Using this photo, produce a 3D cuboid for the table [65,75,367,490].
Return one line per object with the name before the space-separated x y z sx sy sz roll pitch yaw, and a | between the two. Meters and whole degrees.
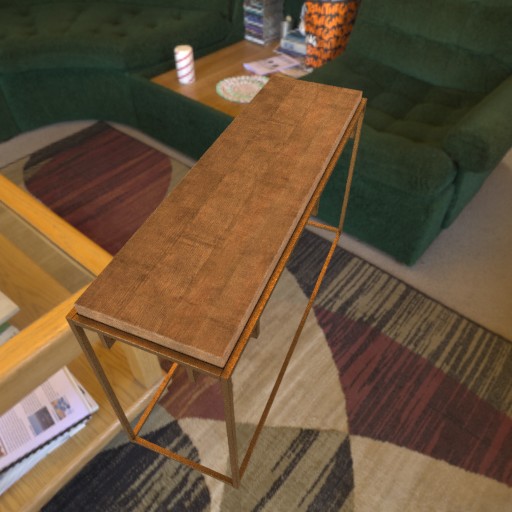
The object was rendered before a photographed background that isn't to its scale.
table | 0.000 0.000 1.747 0.440 0.820 1.400 16 48 15
